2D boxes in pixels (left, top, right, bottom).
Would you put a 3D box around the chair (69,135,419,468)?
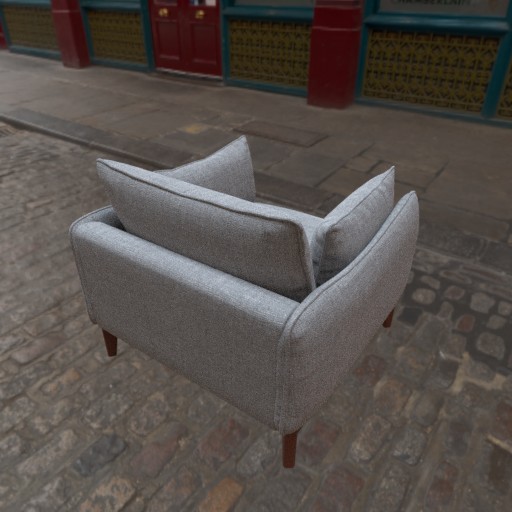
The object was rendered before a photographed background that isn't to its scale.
[{"bbox_3d":[0.000,0.000,1.713,0.993,0.839,0.976,20,37,30],"label":"chair"}]
